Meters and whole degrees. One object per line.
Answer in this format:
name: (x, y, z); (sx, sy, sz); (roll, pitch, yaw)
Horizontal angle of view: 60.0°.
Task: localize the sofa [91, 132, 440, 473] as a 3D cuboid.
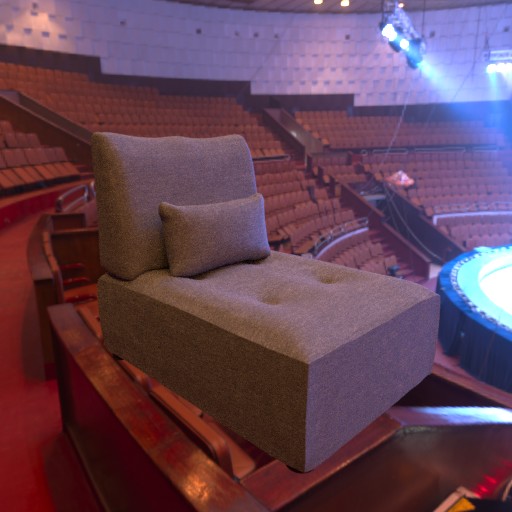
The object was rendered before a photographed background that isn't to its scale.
sofa: (0.000, 0.000, 1.506); (1.000, 0.820, 0.700); (13, 19, 43)
